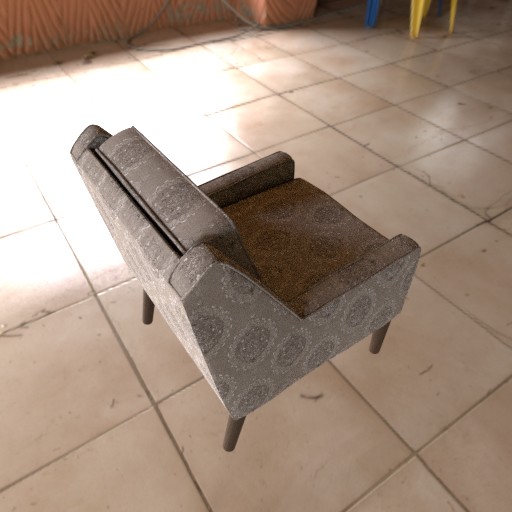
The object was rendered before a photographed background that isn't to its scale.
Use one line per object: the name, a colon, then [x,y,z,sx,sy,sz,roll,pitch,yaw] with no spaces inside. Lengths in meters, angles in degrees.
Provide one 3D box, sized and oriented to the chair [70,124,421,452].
chair: [0.000,0.000,1.343,0.750,0.797,0.665,-25,48,-25]
